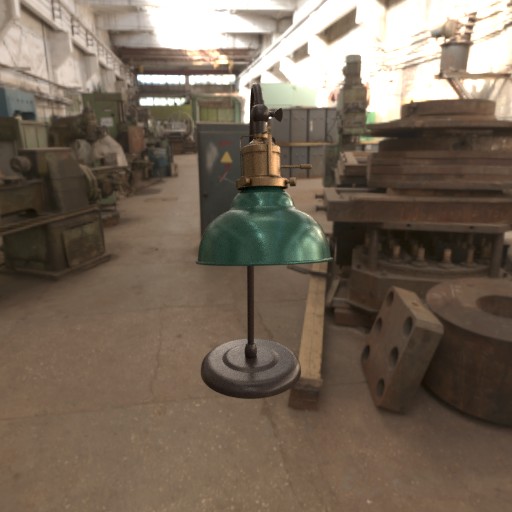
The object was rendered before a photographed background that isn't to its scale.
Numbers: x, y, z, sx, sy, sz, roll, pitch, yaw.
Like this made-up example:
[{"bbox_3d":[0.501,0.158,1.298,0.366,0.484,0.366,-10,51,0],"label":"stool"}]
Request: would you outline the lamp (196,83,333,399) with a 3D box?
[{"bbox_3d":[0.000,0.000,0.695,0.192,0.508,0.374,-2,16,-6],"label":"lamp"}]
